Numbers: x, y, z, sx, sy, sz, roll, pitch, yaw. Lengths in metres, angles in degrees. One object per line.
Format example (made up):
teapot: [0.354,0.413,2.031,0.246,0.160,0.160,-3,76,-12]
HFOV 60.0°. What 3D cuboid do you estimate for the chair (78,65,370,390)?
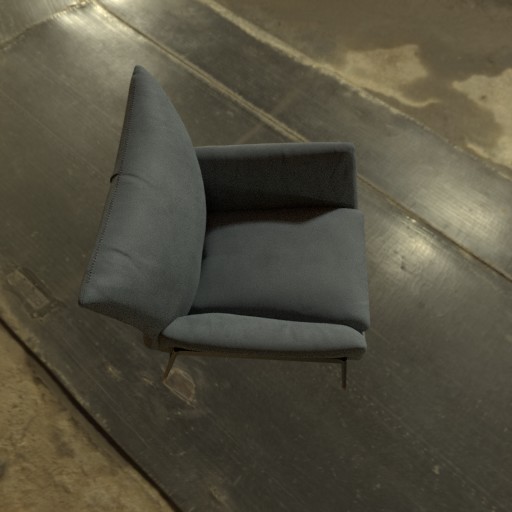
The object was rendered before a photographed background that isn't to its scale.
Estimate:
chair: [0.000,0.000,1.389,0.709,0.858,0.678,3,64,1]
